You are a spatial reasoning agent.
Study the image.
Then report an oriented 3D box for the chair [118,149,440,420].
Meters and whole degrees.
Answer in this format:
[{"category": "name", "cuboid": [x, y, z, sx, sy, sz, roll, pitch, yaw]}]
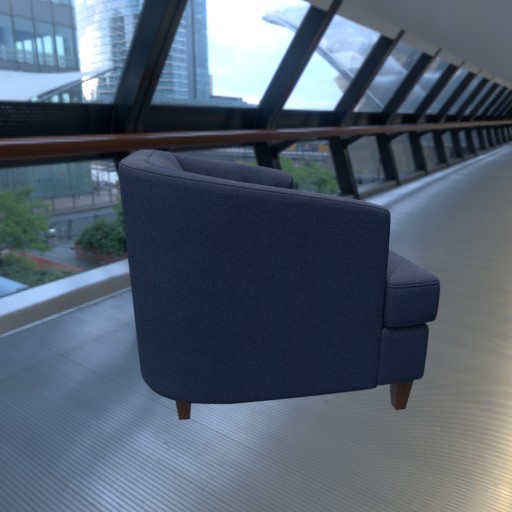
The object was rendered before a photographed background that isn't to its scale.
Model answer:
[{"category": "chair", "cuboid": [0.000, 0.000, 1.731, 0.914, 0.787, 1.118, -3, 16, -10]}]
